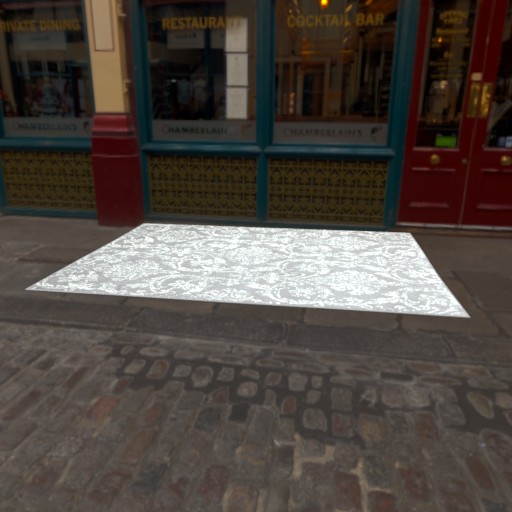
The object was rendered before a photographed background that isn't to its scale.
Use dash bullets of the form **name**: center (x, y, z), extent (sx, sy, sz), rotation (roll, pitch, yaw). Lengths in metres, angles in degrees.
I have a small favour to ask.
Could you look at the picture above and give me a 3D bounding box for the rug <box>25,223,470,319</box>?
- **rug**: center (0.000, 0.000, 2.905), extent (2.206, 0.014, 1.578), rotation (3, 17, 9)
